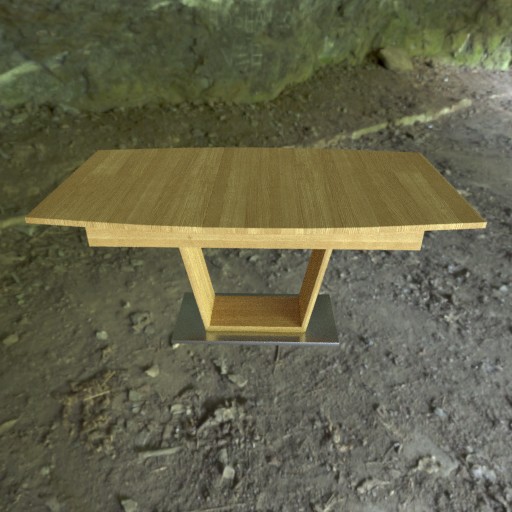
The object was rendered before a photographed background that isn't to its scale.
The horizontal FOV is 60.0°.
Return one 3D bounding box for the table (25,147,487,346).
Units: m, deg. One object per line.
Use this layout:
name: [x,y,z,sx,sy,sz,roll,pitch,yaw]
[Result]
table: [0.000,0.000,2.053,1.598,0.748,0.900,1,31,1]
